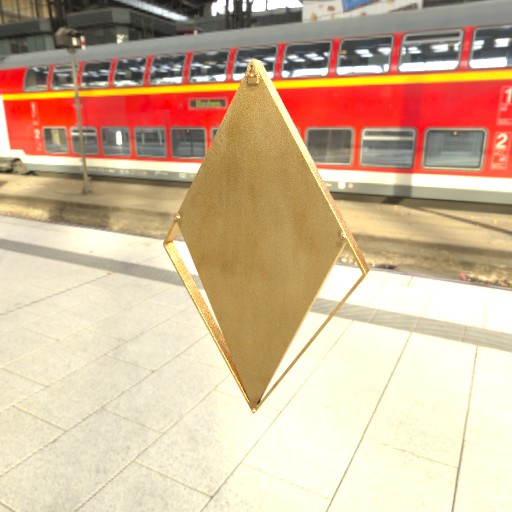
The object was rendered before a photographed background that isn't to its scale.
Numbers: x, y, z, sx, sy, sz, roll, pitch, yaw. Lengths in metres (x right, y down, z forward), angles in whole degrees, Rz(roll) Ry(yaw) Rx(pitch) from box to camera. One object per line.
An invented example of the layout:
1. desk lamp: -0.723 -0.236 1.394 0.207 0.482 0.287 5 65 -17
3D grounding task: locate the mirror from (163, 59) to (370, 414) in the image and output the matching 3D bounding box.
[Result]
1. mirror: 0.000 0.000 0.832 0.419 0.679 0.032 8 19 26
